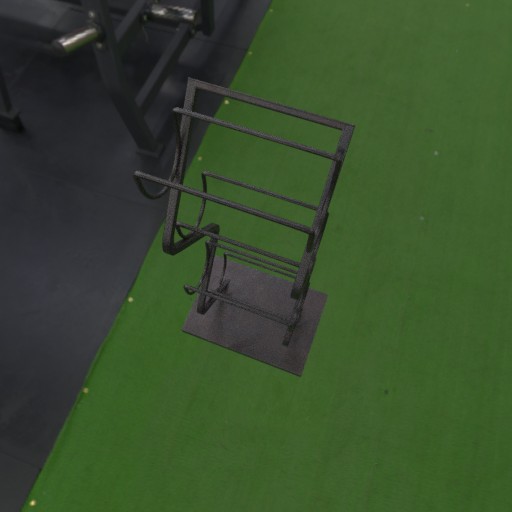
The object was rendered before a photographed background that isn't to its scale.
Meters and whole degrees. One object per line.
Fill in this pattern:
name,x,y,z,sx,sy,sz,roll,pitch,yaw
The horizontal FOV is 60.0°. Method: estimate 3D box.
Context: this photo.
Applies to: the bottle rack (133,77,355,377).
bottle rack,0.000,0.000,0.666,0.254,0.559,0.178,19,66,9
